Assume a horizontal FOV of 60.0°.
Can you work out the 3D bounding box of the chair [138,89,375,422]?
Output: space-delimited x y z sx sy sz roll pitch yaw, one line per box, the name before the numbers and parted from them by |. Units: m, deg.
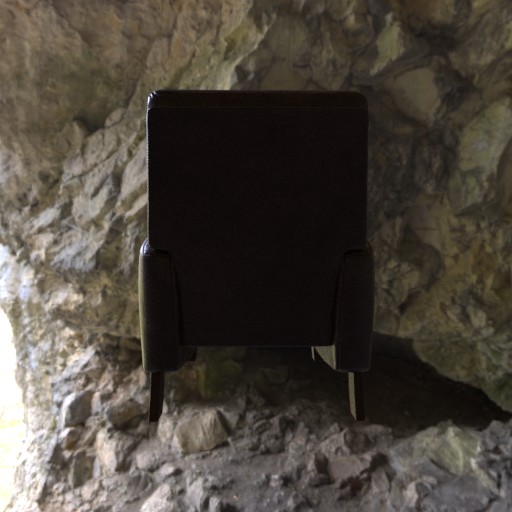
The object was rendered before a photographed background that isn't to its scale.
chair | 0.000 0.000 1.676 0.762 0.990 0.990 0 1 -1
